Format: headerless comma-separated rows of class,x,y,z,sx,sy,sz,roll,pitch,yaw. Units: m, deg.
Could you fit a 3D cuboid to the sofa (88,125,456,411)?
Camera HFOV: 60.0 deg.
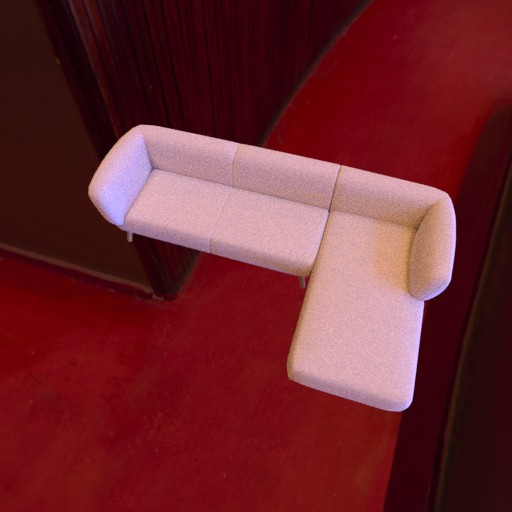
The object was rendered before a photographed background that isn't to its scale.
sofa,0.000,0.000,3.338,2.660,0.730,1.610,15,59,9
